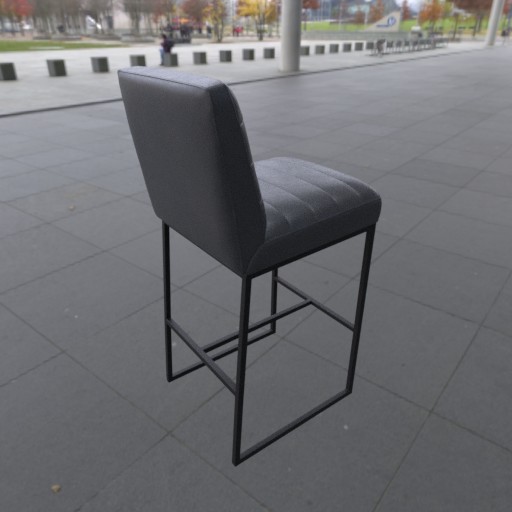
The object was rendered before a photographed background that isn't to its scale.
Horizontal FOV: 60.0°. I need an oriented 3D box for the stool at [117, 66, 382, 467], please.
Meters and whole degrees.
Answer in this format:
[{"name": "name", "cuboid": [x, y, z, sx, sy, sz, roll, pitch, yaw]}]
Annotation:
[{"name": "stool", "cuboid": [0.000, 0.000, 1.314, 0.552, 1.040, 0.457, -19, 33, -32]}]
